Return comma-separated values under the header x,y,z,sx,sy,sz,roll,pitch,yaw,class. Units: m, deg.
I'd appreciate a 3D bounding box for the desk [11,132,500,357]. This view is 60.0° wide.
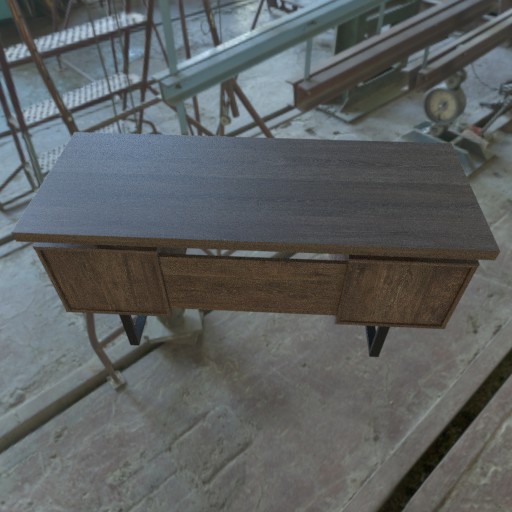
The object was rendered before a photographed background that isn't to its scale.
x,y,z,sx,sy,sz,roll,pitch,yaw,class
0.000,0.000,1.860,1.524,0.760,0.600,2,47,2,desk
